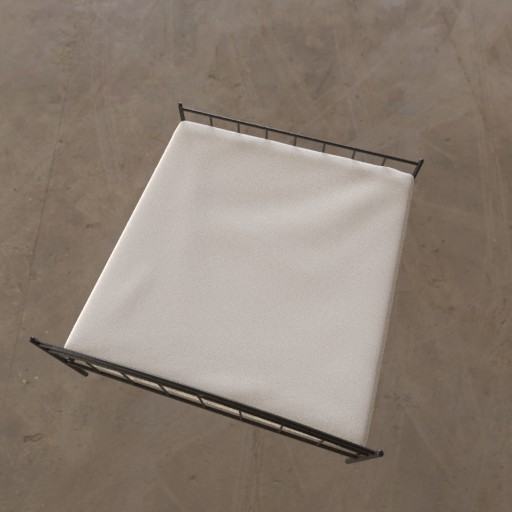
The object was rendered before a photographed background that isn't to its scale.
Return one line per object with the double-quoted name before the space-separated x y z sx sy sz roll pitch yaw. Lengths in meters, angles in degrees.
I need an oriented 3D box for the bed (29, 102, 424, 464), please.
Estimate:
"bed" 0.000 0.000 2.976 1.880 0.940 2.040 15 64 8
